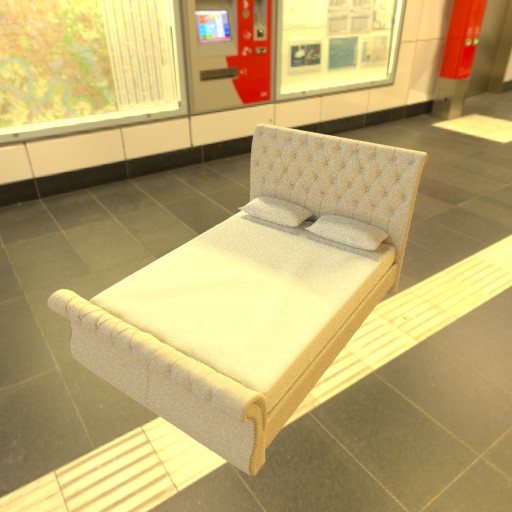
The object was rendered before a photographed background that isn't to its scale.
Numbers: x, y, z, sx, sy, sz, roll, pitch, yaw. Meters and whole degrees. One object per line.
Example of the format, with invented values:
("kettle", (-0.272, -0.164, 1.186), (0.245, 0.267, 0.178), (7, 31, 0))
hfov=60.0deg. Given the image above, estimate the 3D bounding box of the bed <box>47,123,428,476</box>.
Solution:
("bed", (0.000, 0.000, 3.354), (1.606, 1.268, 2.493), (20, 36, 30))
